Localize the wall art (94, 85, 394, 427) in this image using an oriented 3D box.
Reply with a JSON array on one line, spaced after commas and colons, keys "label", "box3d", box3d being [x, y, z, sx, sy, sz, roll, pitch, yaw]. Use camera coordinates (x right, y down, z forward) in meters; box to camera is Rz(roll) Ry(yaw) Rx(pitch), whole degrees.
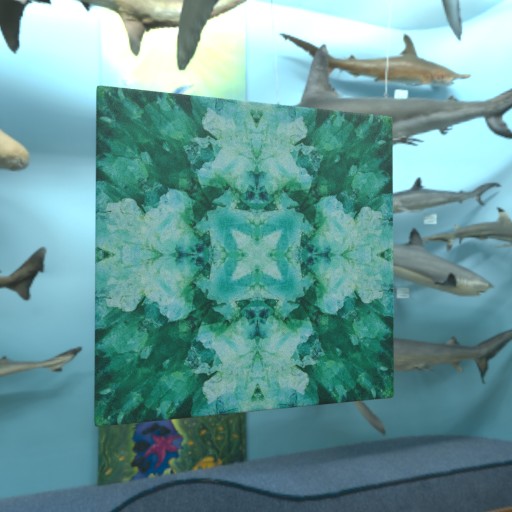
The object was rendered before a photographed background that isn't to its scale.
[{"label": "wall art", "box3d": [0.000, 0.000, 0.746, 0.507, 0.508, 0.038, 0, -1, -16]}]
